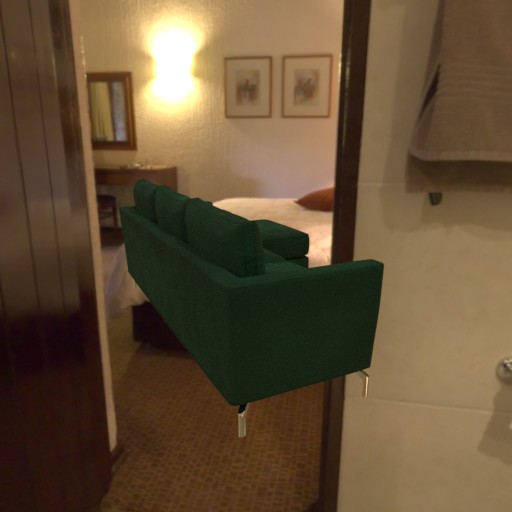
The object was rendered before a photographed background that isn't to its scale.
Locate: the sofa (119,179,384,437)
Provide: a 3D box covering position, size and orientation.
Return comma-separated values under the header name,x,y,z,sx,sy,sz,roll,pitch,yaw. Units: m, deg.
name,x,y,z,sx,sy,sz,roll,pitch,yaw
sofa,0.000,0.000,3.235,1.489,1.007,2.441,-7,17,-26
